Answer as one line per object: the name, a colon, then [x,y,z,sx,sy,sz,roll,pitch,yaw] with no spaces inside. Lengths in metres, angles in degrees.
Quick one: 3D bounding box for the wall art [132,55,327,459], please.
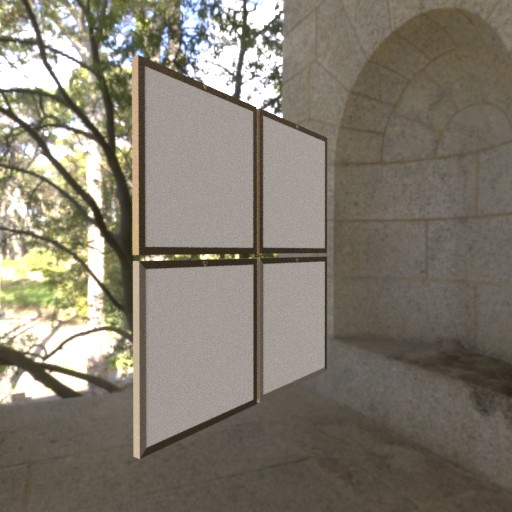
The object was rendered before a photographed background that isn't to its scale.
wall art: [0.000,0.000,1.550,0.030,1.032,1.032,0,1,36]
